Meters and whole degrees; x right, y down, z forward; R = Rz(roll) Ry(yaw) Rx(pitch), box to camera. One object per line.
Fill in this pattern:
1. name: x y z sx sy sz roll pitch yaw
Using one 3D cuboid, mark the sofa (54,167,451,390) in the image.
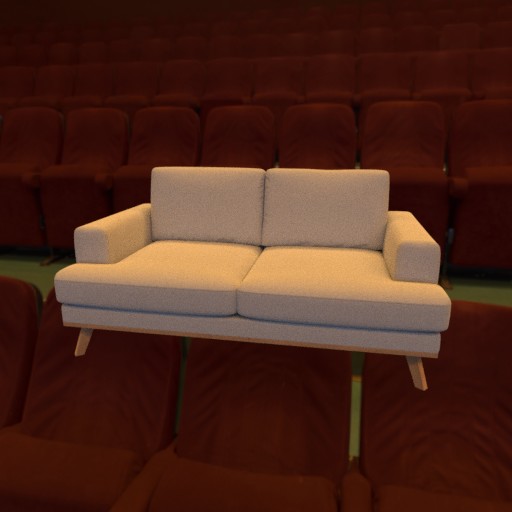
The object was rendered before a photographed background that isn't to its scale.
1. sofa: 0.000 0.000 2.191 1.651 0.810 0.915 3 16 10
